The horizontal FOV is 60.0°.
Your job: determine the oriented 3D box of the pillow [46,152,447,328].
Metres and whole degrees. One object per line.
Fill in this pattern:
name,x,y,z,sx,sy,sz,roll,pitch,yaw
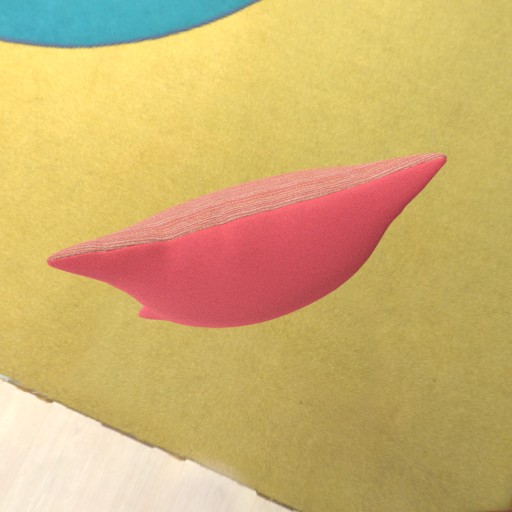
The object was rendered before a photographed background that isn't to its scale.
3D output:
pillow,0.000,0.000,0.803,0.559,0.501,0.229,-15,76,-4
